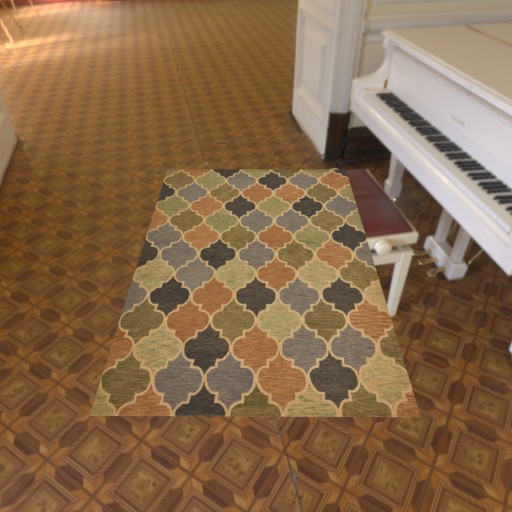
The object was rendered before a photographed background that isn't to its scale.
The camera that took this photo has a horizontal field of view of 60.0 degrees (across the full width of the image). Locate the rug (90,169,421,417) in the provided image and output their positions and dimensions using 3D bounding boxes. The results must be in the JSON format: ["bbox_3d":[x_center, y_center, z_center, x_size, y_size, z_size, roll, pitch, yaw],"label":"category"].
[{"bbox_3d":[0.000,0.000,2.910,1.521,0.006,2.284,0,40,0],"label":"rug"}]
